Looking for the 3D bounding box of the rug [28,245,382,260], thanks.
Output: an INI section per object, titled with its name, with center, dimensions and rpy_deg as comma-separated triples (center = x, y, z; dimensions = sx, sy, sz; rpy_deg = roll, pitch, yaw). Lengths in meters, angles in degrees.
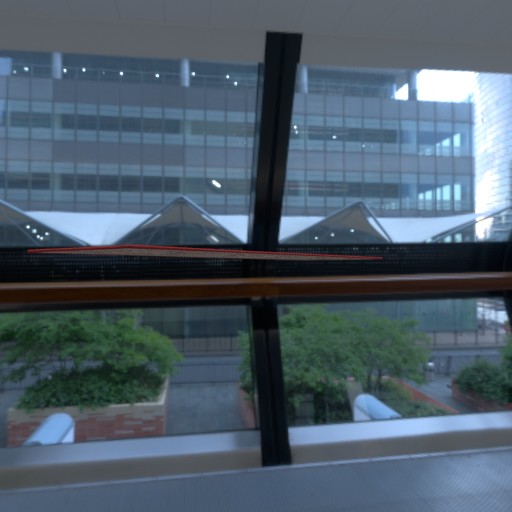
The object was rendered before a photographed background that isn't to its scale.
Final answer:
[rug]
center = 0.000, 0.000, 2.552
dimensions = 0.659, 0.015, 2.292
rpy_deg = -1, -2, 36
